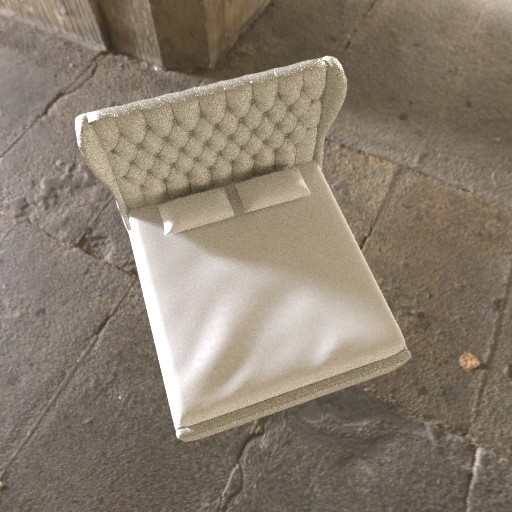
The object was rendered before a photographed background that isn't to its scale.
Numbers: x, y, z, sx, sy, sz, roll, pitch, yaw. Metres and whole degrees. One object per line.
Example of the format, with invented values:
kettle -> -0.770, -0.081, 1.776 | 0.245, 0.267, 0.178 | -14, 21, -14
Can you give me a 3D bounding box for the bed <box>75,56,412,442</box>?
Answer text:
bed -> 0.000, 0.000, 3.804 | 2.219, 1.771, 2.347 | -17, 65, -8
